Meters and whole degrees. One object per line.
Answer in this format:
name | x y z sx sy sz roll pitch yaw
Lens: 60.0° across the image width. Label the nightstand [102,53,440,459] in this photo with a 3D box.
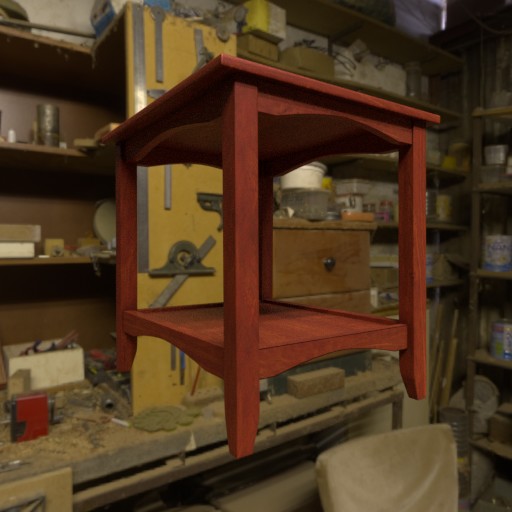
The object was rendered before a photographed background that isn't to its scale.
nightstand | 0.000 0.000 0.968 0.501 0.558 0.558 -1 1 -35
